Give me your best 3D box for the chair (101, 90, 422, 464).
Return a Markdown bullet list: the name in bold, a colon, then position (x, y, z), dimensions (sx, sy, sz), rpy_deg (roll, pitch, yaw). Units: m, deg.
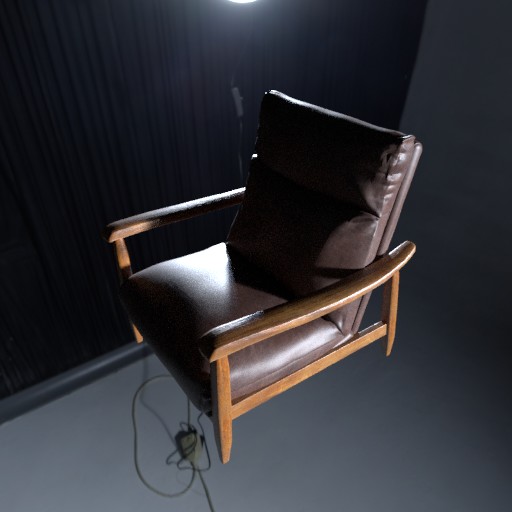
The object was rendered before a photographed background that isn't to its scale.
- **chair**: position (0.000, 0.000, 1.515), dimensions (0.830, 0.897, 0.782), rpy_deg (-22, 40, -29)
